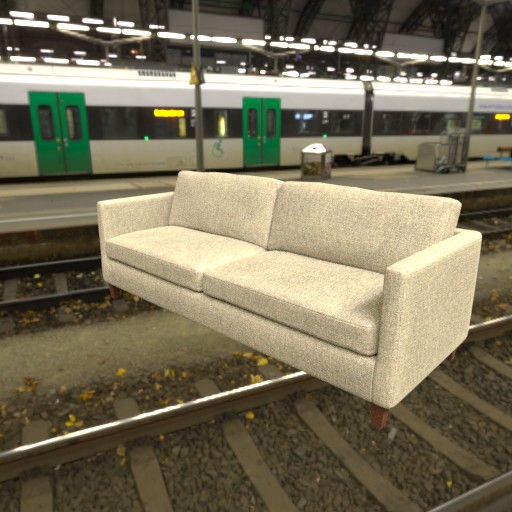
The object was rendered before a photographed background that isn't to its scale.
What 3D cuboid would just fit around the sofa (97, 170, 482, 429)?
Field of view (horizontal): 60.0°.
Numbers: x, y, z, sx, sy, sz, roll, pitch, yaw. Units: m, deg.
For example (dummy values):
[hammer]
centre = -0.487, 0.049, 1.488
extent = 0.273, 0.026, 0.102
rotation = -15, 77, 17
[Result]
[sofa]
centre = 0.000, 0.000, 2.872
extent = 2.434, 0.951, 0.948
rotation = 15, 22, 41
